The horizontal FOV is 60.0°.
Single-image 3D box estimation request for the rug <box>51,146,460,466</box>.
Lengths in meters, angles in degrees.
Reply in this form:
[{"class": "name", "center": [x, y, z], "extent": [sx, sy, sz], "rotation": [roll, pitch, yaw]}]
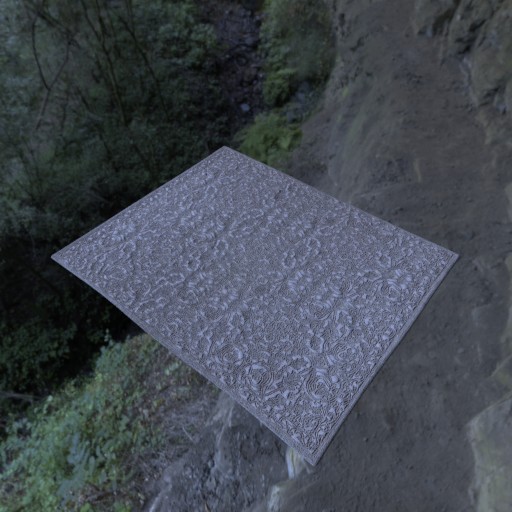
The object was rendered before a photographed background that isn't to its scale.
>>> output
[{"class": "rug", "center": [0.000, 0.000, 4.205], "extent": [3.017, 0.035, 2.472], "rotation": [30, 53, 26]}]
